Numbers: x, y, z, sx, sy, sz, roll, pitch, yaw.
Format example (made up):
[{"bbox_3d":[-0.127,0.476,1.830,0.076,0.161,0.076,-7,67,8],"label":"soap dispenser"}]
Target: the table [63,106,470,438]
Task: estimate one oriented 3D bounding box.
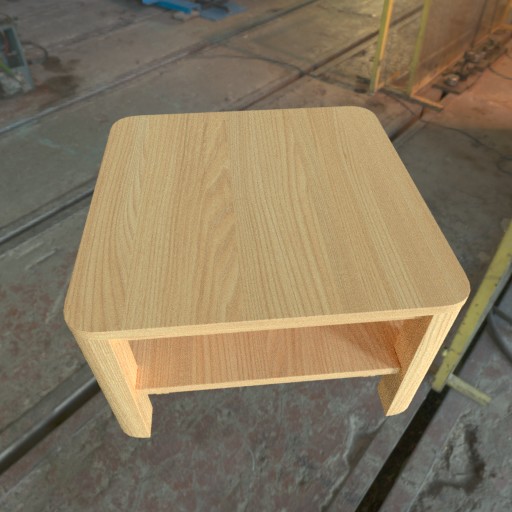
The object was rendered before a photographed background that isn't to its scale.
[{"bbox_3d":[0.000,0.000,1.195,0.750,0.450,0.750,-4,46,-4],"label":"table"}]
